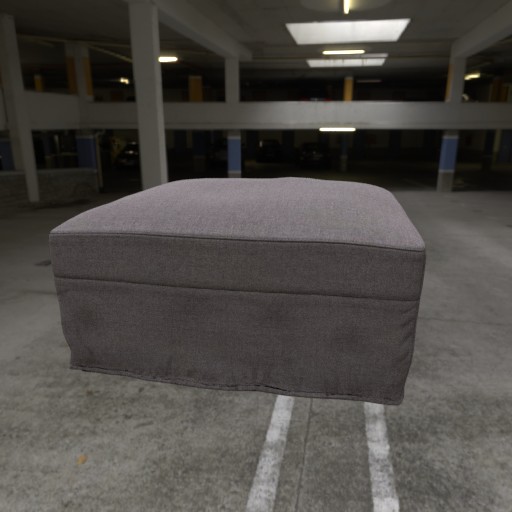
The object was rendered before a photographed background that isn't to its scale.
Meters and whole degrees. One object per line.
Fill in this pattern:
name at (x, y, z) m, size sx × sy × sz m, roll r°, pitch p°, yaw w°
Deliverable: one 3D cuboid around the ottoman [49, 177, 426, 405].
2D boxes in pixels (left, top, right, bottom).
ottoman at (0.000, 0.000, 1.355) m, size 0.843 × 0.436 × 0.840 m, roll 3°, pitch 17°, yaw 10°
